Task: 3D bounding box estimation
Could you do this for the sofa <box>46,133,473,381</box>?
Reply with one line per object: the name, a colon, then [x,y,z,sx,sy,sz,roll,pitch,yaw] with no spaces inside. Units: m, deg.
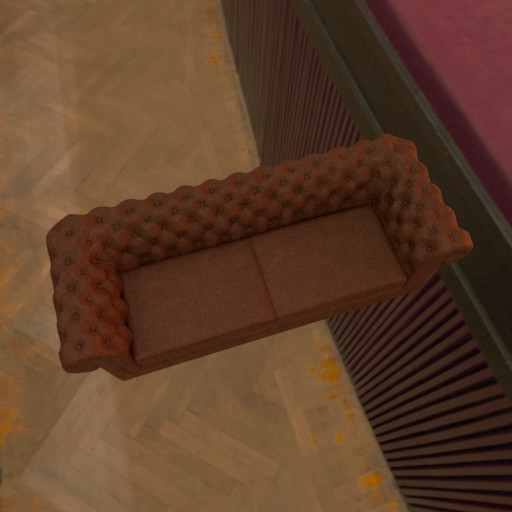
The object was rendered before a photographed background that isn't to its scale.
sofa: [0.000,0.000,2.863,2.385,0.783,0.944,-16,65,-8]
